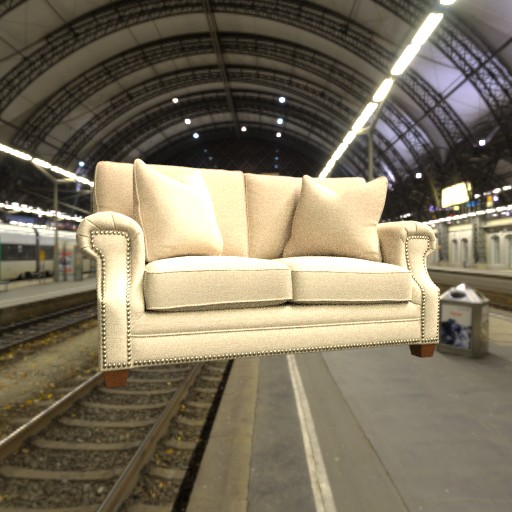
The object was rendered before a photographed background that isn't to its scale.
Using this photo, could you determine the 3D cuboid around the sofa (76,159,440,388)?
[{"bbox_3d":[0.000,0.000,2.290,1.701,0.966,0.966,0,0,-20],"label":"sofa"}]
